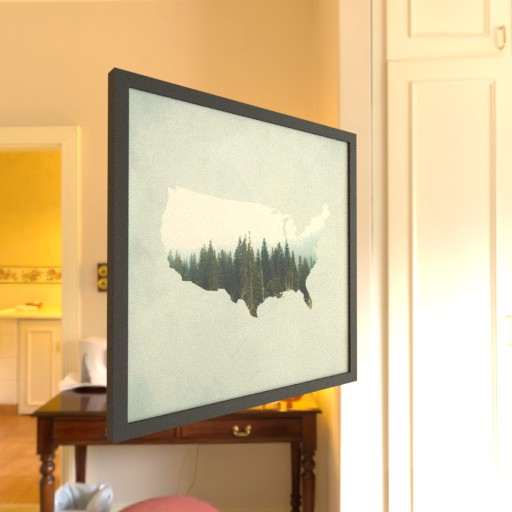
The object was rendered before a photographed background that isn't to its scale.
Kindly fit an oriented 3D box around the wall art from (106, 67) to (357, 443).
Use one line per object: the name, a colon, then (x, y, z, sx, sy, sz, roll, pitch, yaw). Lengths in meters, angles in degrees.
wall art: (0.000, 0.000, 1.148, 0.763, 0.763, 0.038, 1, -1, -38)
